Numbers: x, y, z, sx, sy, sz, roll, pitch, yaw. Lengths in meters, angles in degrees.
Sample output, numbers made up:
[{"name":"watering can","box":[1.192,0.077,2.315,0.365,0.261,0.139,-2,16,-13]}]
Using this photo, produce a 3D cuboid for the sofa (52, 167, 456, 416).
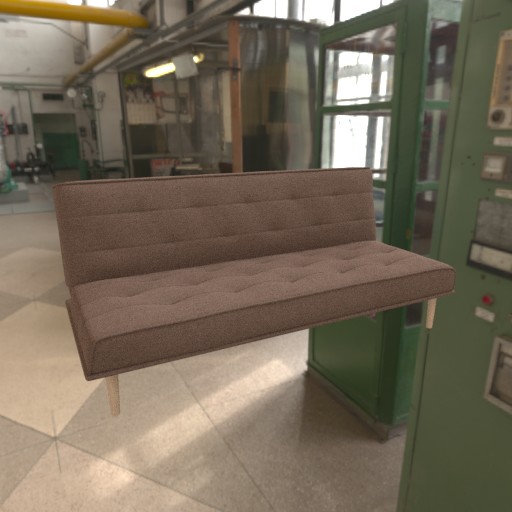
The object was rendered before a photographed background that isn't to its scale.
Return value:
[{"name":"sofa","box":[0.000,0.000,2.283,1.820,0.810,1.038,-8,18,-26]}]
